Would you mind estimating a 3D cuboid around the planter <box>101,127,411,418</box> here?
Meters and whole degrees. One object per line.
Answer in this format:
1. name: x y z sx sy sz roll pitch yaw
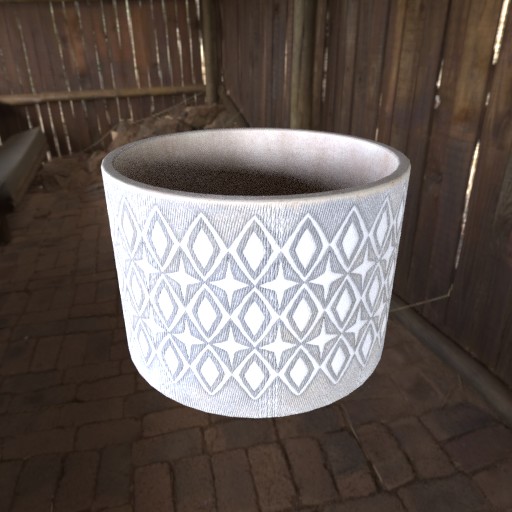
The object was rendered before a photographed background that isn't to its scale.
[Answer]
1. planter: 0.000 0.000 0.273 0.164 0.127 0.164 0 26 0
